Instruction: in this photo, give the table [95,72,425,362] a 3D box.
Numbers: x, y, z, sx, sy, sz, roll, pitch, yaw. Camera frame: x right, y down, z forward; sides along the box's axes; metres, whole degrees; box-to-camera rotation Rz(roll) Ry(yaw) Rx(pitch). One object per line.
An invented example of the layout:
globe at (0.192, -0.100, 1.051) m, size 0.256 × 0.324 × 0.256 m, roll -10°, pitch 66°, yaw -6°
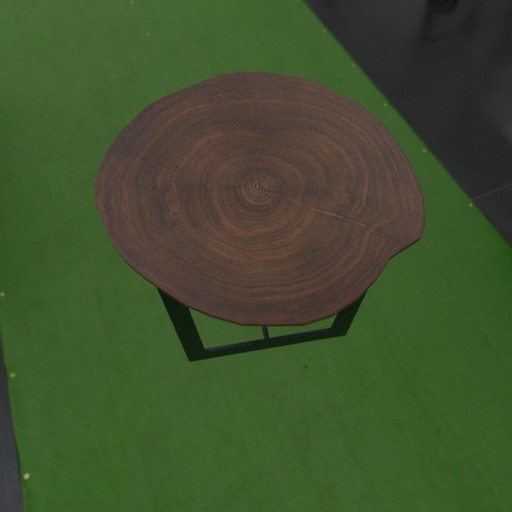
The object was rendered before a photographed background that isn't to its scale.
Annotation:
table at (0.000, 0.000, 0.879) m, size 0.477 × 0.476 × 0.494 m, roll -18°, pitch 61°, yaw -10°
